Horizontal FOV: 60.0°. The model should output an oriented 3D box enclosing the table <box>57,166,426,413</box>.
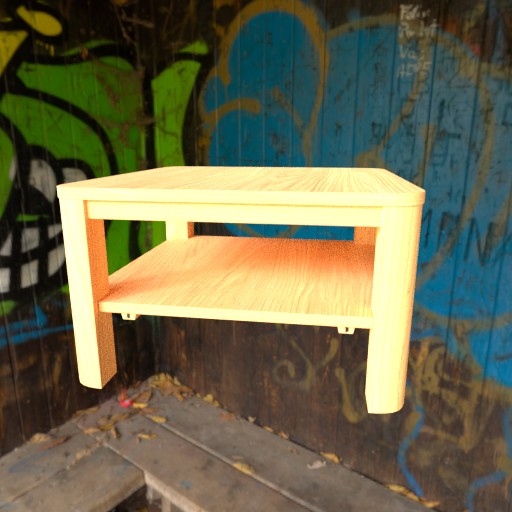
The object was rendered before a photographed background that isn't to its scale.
[{"bbox_3d":[0.000,0.000,1.253,0.750,0.450,0.750,2,15,9],"label":"table"}]
